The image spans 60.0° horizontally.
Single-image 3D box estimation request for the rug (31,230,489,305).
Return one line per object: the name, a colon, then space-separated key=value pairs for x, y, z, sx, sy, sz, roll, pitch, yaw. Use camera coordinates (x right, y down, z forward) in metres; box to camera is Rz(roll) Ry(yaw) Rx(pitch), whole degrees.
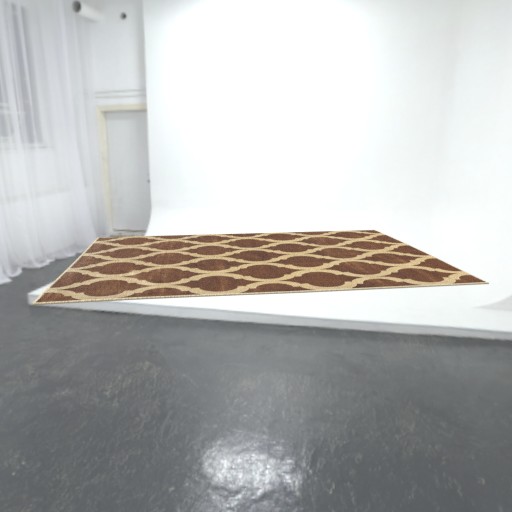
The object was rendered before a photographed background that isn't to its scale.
rug: x=0.000 y=0.000 z=2.899 sx=2.284 sy=0.008 sz=1.522 roll=-2 pitch=14 yaw=-8
